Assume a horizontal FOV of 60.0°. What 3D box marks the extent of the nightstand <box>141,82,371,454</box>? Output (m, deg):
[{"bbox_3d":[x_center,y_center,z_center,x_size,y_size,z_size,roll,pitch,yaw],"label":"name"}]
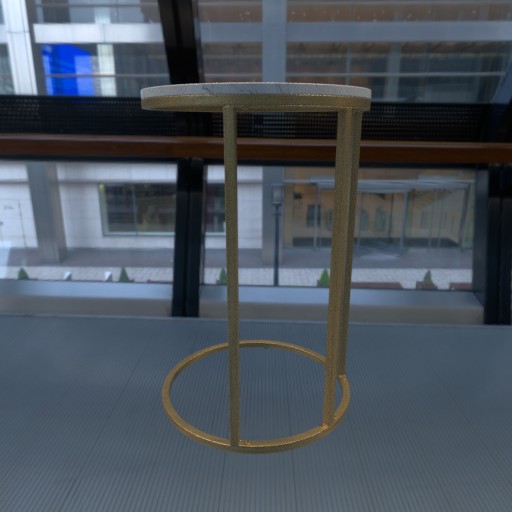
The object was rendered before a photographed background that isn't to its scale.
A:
[{"bbox_3d":[0.000,0.000,0.879,0.400,0.610,0.400,-16,23,-42],"label":"nightstand"}]
